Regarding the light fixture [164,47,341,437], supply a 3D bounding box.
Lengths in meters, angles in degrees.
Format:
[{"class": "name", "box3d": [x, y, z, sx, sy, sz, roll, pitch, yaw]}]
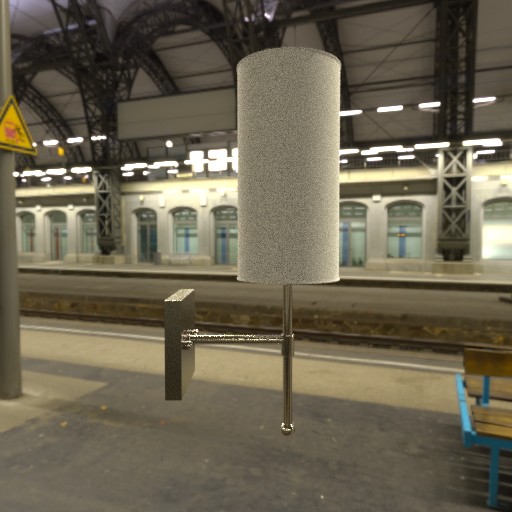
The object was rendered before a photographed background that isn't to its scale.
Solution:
[{"class": "light fixture", "box3d": [0.000, 0.000, 0.557, 0.208, 0.462, 0.128, 0, 2, 0]}]
